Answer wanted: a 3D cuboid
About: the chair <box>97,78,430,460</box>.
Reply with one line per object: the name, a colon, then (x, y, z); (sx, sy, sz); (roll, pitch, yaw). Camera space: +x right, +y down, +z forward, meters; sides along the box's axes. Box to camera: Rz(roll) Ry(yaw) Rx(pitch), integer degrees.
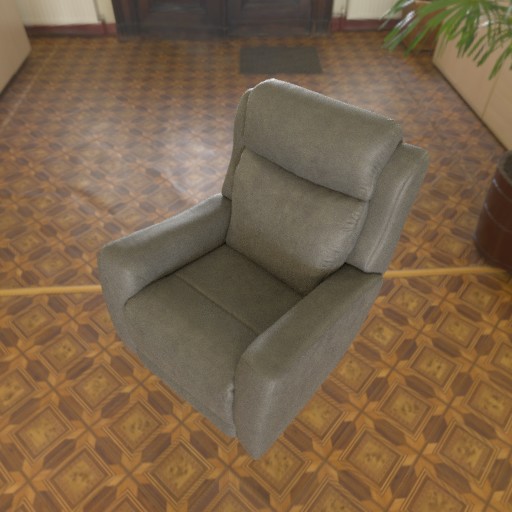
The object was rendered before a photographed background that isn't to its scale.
chair: (0.000, 0.000, 1.919); (0.965, 1.116, 1.068); (32, 53, 27)
